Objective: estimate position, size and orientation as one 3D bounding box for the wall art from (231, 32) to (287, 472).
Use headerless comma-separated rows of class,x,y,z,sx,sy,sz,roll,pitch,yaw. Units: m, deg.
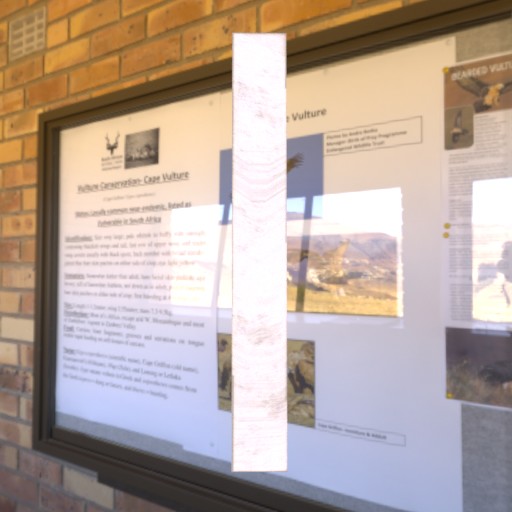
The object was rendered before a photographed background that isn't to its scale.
wall art,0.000,0.000,0.458,0.038,0.303,0.305,0,-2,-1
